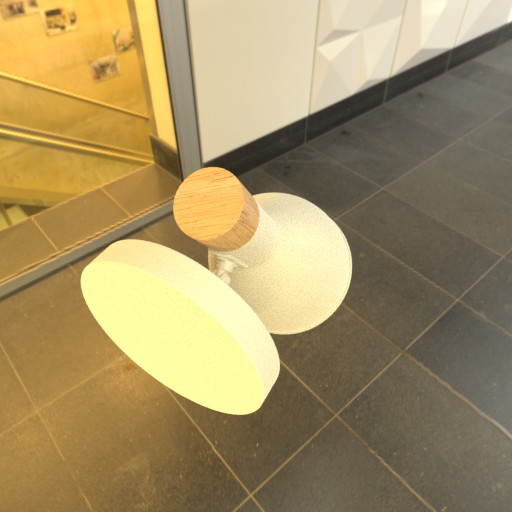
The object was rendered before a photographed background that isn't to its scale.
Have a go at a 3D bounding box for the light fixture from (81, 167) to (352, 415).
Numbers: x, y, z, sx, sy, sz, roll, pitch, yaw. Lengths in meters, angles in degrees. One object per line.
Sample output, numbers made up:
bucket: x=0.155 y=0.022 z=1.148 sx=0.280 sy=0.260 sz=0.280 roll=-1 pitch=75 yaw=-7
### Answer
light fixture: x=0.000 y=0.000 z=0.333 sx=0.127 sy=0.199 sz=0.209 roll=22 pitch=50 yaw=20
